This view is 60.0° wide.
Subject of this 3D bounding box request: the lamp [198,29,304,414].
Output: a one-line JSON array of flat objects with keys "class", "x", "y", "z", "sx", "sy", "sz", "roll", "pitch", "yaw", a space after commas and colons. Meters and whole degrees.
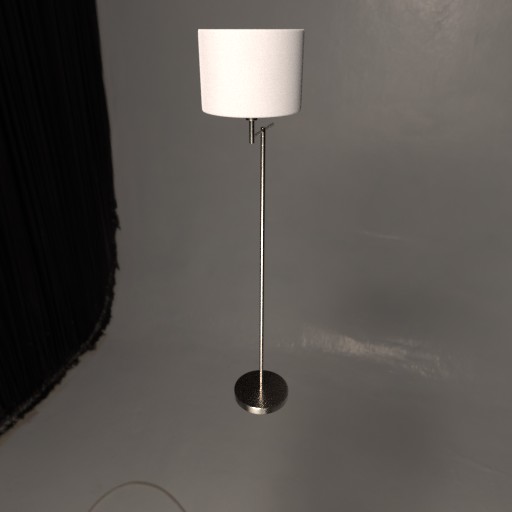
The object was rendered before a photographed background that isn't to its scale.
[{"class": "lamp", "x": 0.000, "y": 0.000, "z": 1.757, "sx": 0.324, "sy": 1.600, "sz": 0.416, "roll": 9, "pitch": 28, "yaw": 16}]
